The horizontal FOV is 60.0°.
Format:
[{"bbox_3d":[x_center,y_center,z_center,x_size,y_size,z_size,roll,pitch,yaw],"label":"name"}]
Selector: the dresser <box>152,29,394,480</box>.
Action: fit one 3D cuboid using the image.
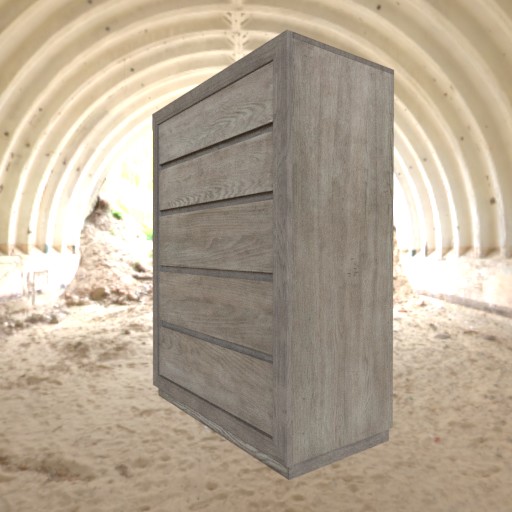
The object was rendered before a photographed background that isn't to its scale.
[{"bbox_3d":[0.000,0.000,1.793,0.483,1.295,0.967,-1,1,-36],"label":"dresser"}]
